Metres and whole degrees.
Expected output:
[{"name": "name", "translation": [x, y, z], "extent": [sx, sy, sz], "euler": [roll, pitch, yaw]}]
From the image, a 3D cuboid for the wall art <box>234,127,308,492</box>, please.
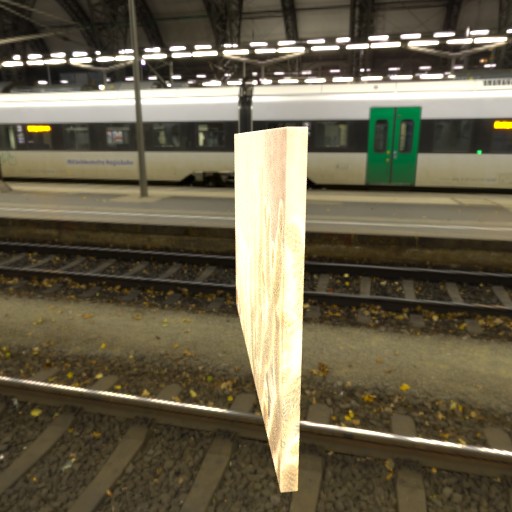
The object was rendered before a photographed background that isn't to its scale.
[{"name": "wall art", "translation": [0.000, 0.000, 1.409], "extent": [0.041, 0.758, 1.142], "euler": [-2, 15, -7]}]
